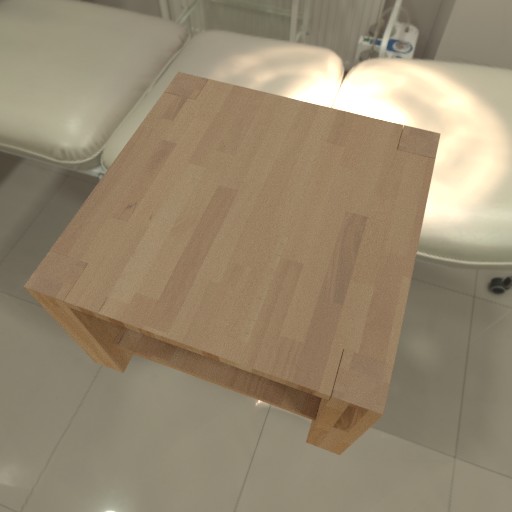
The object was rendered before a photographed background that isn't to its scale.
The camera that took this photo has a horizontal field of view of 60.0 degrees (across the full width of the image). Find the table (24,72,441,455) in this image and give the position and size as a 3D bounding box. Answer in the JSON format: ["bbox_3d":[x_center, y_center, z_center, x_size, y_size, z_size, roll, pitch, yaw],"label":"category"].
[{"bbox_3d":[0.000,0.000,1.155,0.700,0.451,0.700,17,60,10],"label":"table"}]
